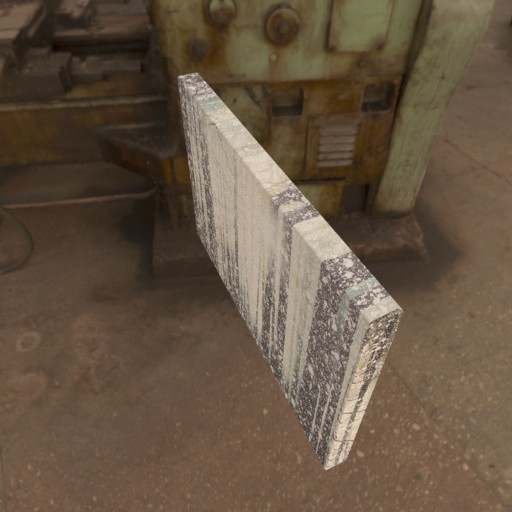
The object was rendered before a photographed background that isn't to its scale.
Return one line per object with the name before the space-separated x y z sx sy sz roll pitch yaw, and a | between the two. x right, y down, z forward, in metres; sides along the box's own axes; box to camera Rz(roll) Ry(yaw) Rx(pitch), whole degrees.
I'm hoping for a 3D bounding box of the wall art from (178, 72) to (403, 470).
wall art | 0.000 0.000 0.773 0.042 0.398 0.618 -18 48 -17
